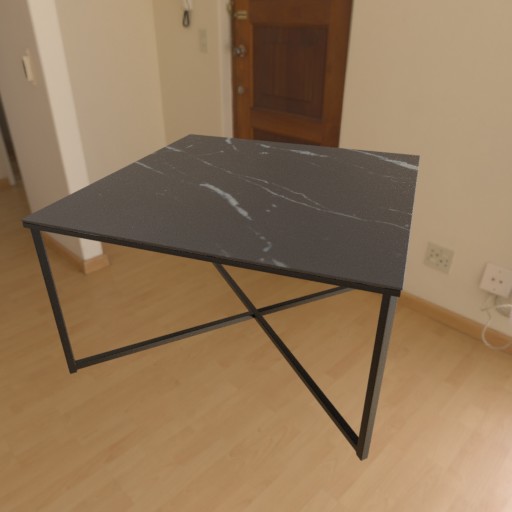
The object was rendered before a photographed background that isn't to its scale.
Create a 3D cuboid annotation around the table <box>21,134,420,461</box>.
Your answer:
[{"bbox_3d":[0.000,0.000,1.282,0.800,0.450,0.800,10,31,17],"label":"table"}]
